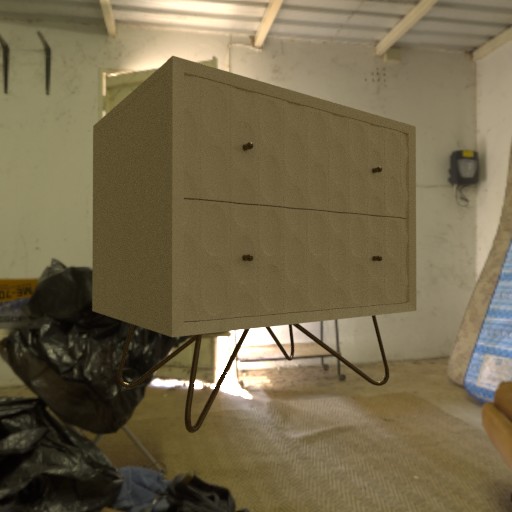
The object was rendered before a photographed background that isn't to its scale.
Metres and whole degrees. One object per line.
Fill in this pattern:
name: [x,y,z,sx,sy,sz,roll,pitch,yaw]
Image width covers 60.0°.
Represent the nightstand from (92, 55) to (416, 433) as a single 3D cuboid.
nightstand: [0.000,0.000,1.023,0.614,0.604,0.447,0,-1,-35]
